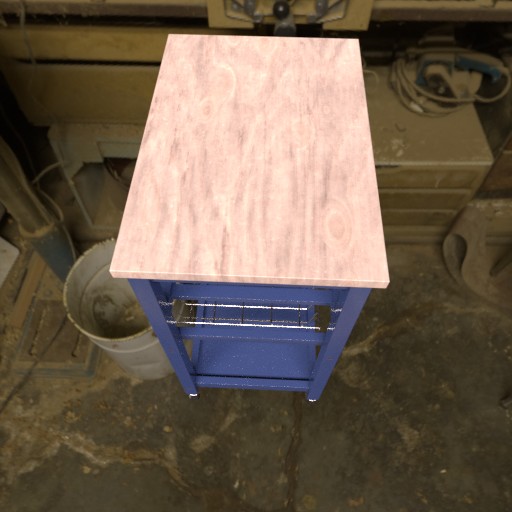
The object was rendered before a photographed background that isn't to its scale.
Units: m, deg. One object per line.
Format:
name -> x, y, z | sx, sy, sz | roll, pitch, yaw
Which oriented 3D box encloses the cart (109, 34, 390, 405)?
cart -> 0.000, 0.000, 1.137 | 0.403, 0.839, 0.584 | 2, 58, 1
